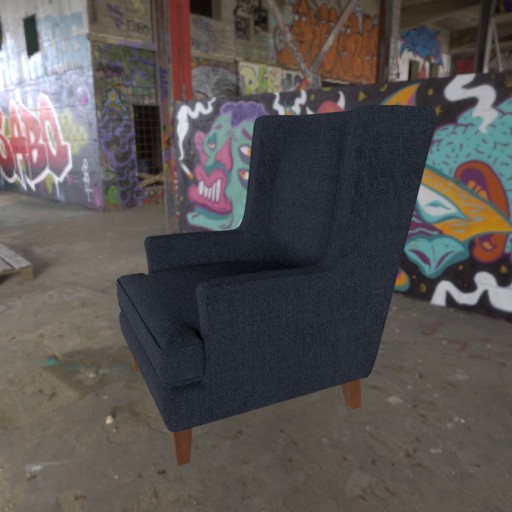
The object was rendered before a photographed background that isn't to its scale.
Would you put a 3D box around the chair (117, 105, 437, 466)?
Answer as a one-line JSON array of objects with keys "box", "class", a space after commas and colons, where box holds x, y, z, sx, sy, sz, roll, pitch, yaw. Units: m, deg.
[{"box": [0.000, 0.000, 1.694, 0.947, 1.072, 0.764, -7, 16, -25], "class": "chair"}]
